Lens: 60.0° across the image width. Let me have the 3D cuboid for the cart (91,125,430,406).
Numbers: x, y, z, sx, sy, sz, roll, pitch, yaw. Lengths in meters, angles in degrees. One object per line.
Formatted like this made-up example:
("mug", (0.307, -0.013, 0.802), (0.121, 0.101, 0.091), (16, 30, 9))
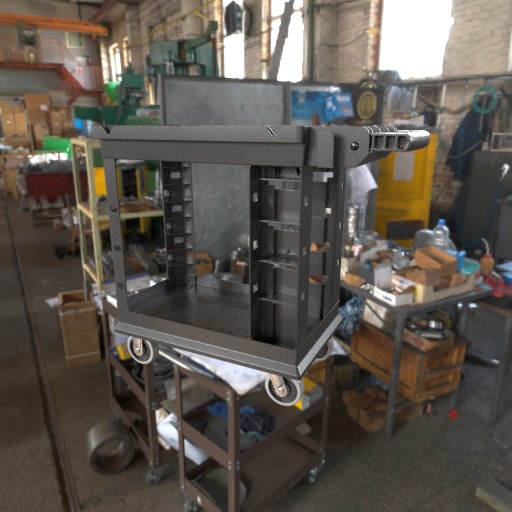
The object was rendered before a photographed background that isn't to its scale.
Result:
("cart", (0.000, 0.000, 1.565), (1.061, 0.884, 0.497), (8, 19, 25))
